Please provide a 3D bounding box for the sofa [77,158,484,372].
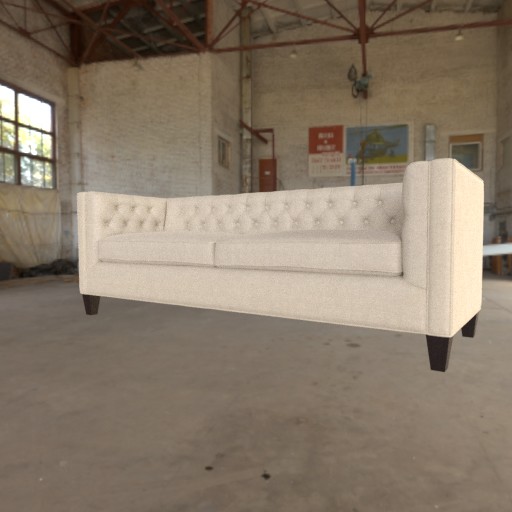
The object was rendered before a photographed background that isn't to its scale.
[{"bbox_3d":[0.000,0.000,2.454,2.159,0.762,0.775,2,3,34],"label":"sofa"}]
